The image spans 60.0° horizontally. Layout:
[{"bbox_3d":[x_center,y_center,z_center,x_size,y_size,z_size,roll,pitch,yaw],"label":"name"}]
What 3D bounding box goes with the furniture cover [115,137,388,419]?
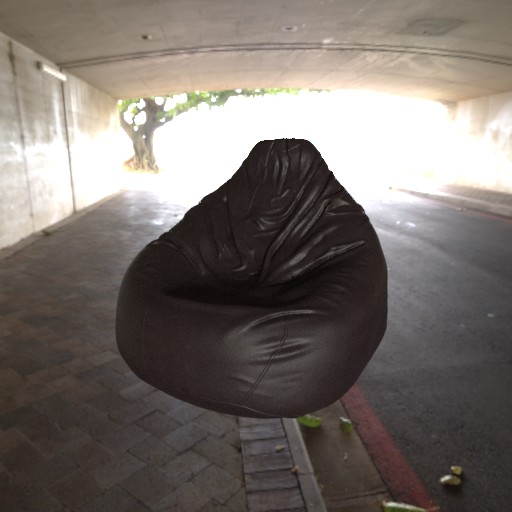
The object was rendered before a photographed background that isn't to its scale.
[{"bbox_3d":[0.000,0.000,1.888,1.070,0.990,1.070,7,15,25],"label":"furniture cover"}]
